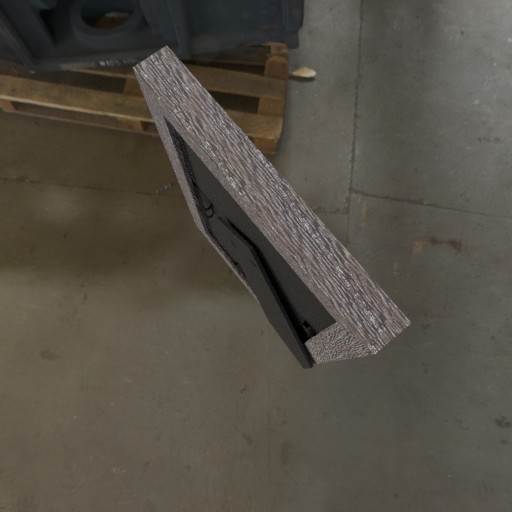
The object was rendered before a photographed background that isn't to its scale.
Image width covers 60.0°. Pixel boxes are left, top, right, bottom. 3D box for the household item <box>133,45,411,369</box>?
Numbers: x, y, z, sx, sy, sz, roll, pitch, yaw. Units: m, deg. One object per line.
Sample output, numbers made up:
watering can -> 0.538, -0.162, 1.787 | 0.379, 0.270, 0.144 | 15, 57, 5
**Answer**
household item -> 0.000, 0.000, 0.239 | 0.020, 0.180, 0.133 | -38, 78, -9
